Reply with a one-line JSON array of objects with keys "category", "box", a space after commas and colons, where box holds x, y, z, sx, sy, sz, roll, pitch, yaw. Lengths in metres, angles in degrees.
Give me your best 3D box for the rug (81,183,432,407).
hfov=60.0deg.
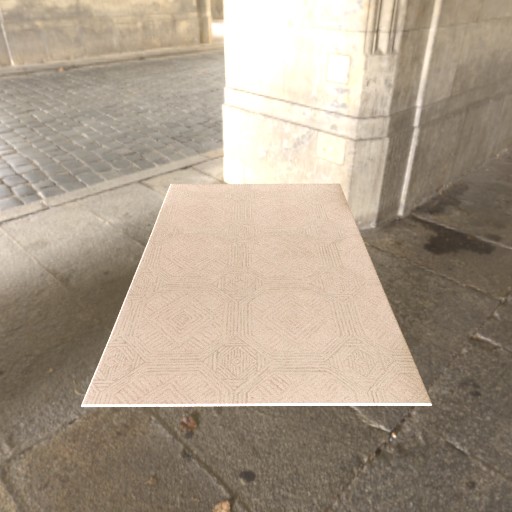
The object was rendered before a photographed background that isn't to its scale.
[{"category": "rug", "box": [0.000, 0.000, 2.954, 1.524, 0.008, 2.440, 0, 32, 0]}]
